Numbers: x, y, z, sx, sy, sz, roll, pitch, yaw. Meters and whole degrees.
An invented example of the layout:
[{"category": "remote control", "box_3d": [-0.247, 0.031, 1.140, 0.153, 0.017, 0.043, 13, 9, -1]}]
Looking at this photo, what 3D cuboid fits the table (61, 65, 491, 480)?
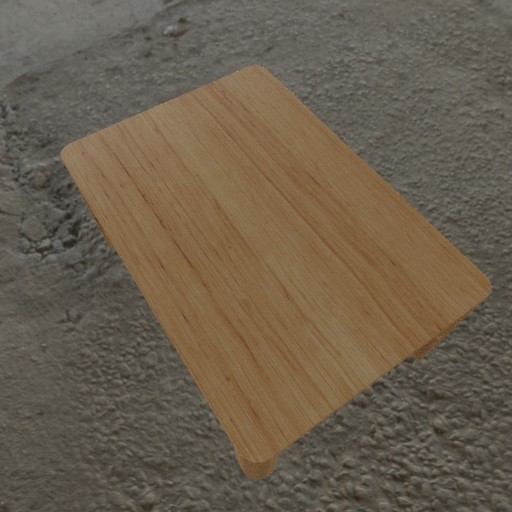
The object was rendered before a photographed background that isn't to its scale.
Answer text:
[{"category": "table", "box_3d": [0.000, 0.000, 1.335, 0.696, 0.445, 0.997, -30, 64, -17]}]
